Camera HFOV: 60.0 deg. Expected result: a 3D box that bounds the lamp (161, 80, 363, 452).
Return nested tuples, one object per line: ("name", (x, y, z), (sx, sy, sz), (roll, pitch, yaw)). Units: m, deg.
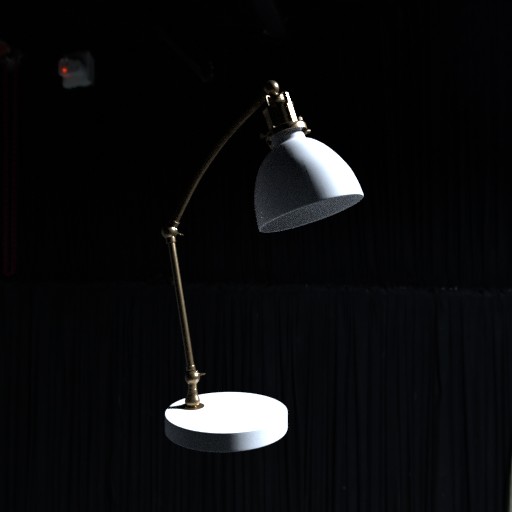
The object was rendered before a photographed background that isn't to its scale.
("lamp", (0.000, 0.000, 0.669), (0.317, 0.522, 0.186), (0, -1, 17))
